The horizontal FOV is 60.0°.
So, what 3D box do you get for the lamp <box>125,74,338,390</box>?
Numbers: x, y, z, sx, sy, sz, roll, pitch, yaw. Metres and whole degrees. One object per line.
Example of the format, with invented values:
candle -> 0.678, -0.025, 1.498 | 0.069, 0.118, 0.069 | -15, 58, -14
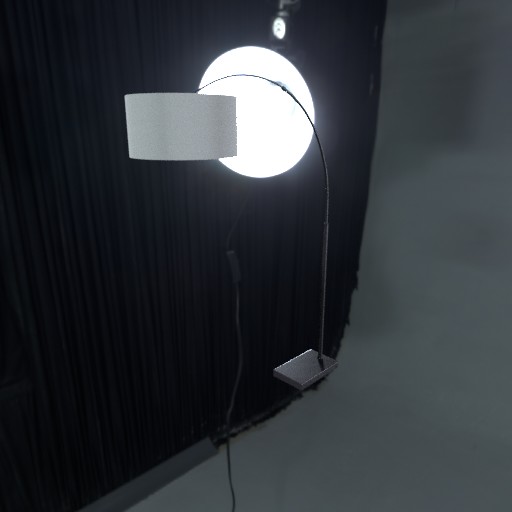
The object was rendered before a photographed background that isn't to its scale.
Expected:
lamp -> 0.000, 0.000, 2.535 | 1.424, 1.927, 0.493 | -16, 23, -42
